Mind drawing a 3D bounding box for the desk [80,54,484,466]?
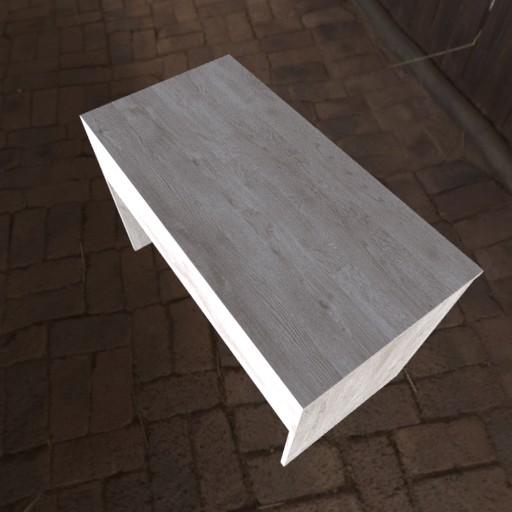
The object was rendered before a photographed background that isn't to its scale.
[{"bbox_3d":[0.000,0.000,1.526,0.560,0.730,1.100,-31,62,-19],"label":"desk"}]
